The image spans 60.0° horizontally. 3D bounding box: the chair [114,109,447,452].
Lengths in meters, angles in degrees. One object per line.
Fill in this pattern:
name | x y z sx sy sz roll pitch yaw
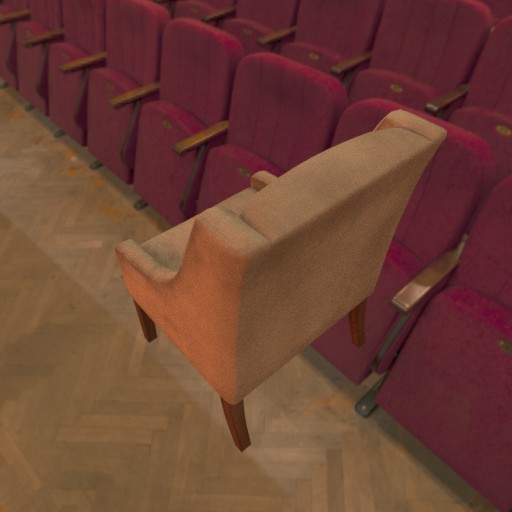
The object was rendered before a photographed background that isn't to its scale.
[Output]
chair | 0.000 0.000 1.323 0.629 0.895 0.629 -32 54 -28
